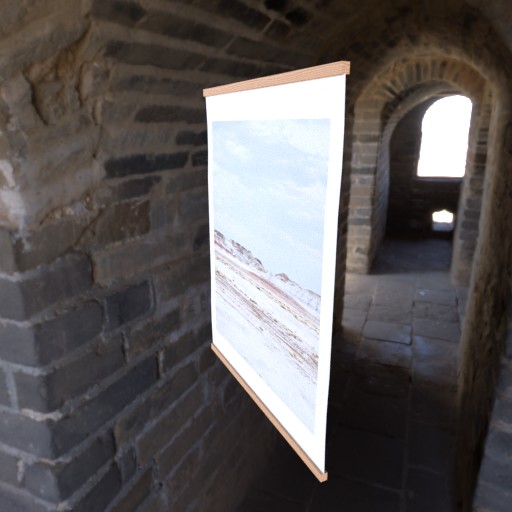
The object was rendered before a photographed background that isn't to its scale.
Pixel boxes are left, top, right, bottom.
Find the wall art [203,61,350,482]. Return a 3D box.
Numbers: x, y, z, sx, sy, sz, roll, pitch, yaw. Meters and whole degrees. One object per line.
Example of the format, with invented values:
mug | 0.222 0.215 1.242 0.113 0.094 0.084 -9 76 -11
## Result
wall art | 0.000 0.000 0.682 0.010 0.507 0.404 -8 18 -25
